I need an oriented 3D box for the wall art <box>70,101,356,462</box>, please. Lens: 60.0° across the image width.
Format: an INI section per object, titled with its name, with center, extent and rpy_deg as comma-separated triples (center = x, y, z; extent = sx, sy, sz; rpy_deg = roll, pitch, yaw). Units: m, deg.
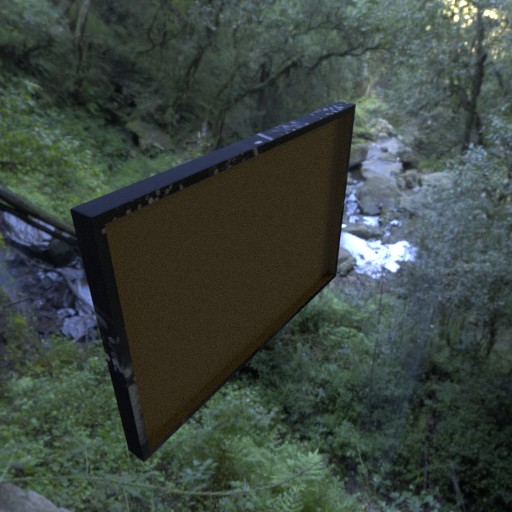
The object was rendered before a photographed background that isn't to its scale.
[wall art]
center = 0.000, 0.000, 0.768
extent = 0.037, 0.406, 0.609
rpy_deg = 21, 37, 30
